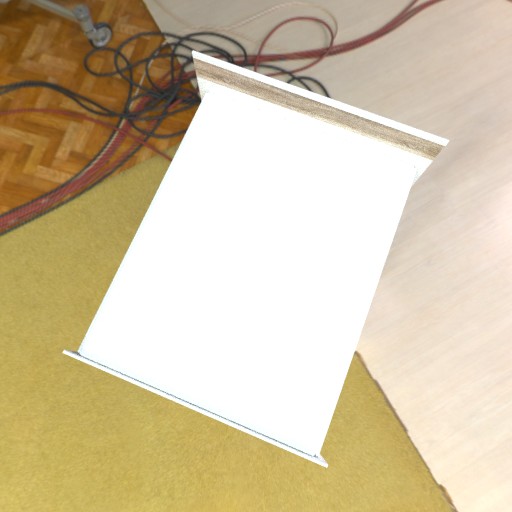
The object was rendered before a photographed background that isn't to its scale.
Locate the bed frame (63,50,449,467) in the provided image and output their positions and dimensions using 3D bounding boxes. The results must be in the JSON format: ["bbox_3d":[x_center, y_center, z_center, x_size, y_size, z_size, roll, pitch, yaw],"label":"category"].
[{"bbox_3d":[0.000,0.000,2.943,1.720,0.800,2.060,21,76,5],"label":"bed frame"}]
